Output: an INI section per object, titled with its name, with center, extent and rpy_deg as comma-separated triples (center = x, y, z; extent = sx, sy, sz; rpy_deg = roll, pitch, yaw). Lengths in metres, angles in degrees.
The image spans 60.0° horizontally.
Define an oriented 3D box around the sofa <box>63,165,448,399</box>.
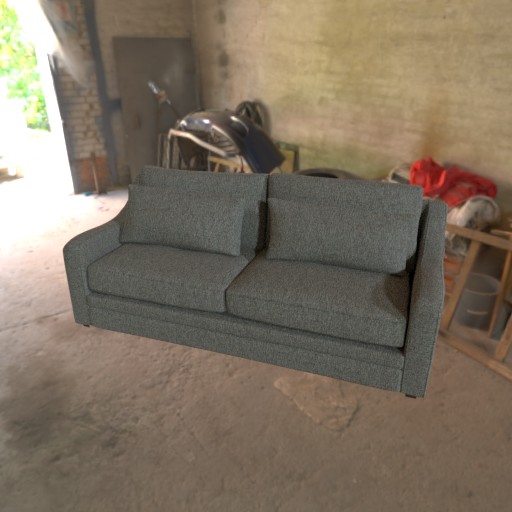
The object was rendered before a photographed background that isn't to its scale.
[sofa]
center = 0.000, 0.000, 3.061
extent = 2.418, 0.998, 1.103
rpy_deg = 8, 27, 16
